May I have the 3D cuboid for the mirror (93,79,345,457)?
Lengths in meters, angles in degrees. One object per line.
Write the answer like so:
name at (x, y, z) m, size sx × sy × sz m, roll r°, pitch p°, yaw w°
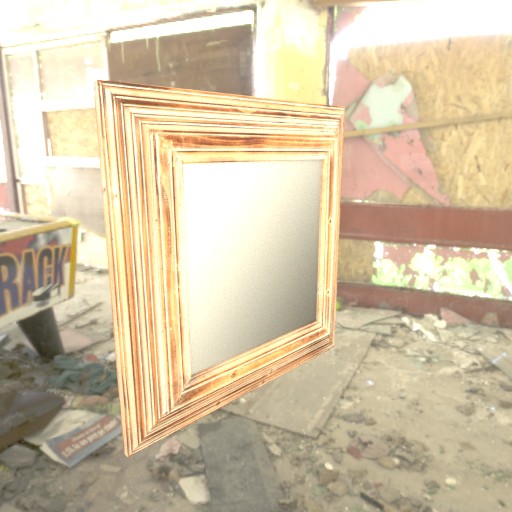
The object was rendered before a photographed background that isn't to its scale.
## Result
mirror at (0.000, 0.000, 1.180) m, size 0.061 × 0.804 × 0.804 m, roll 13°, pitch 19°, yaw 43°
